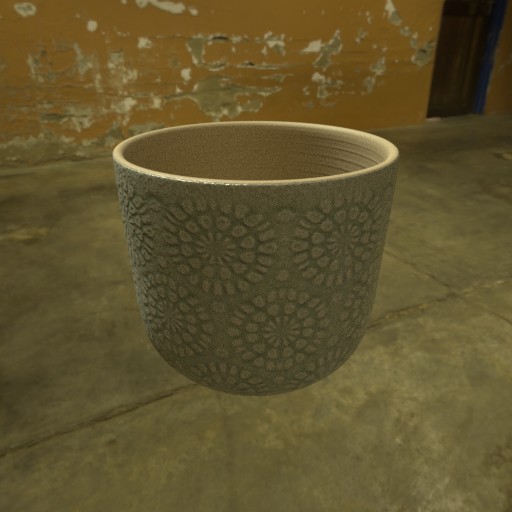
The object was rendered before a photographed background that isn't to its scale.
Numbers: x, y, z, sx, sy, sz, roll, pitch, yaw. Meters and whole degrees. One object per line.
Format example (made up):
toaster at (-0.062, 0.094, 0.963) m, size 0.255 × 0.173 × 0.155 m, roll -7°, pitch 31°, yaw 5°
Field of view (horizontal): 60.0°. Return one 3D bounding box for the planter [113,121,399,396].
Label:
planter at (0.000, 0.000, 0.304) m, size 0.169 × 0.153 × 0.169 m, roll 0°, pitch 26°, yaw 0°
